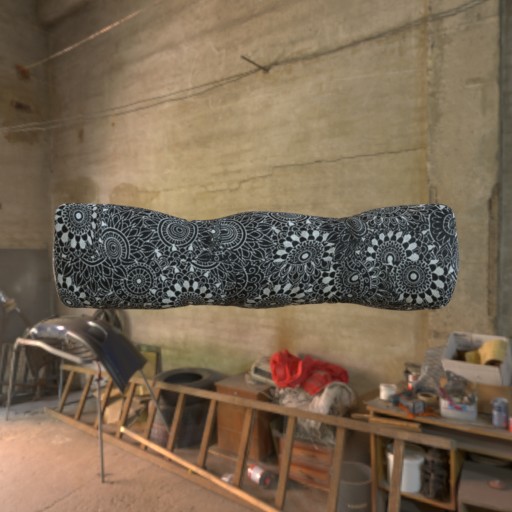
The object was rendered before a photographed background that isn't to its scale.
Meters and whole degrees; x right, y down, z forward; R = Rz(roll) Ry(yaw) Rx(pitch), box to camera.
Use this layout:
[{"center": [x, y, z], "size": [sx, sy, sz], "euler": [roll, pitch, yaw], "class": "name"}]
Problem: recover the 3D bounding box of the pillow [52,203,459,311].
[{"center": [0.000, 0.000, 0.719], "size": [0.468, 0.128, 0.490], "euler": [0, 1, 1], "class": "pillow"}]
